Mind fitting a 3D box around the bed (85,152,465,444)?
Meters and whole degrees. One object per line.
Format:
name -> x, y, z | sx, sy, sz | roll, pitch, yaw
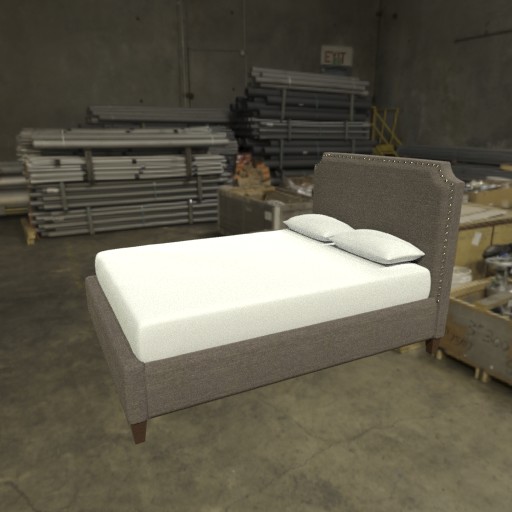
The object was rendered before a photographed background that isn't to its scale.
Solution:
bed -> 0.000, 0.000, 3.445 | 2.381, 1.457, 1.713 | -8, 18, -26
